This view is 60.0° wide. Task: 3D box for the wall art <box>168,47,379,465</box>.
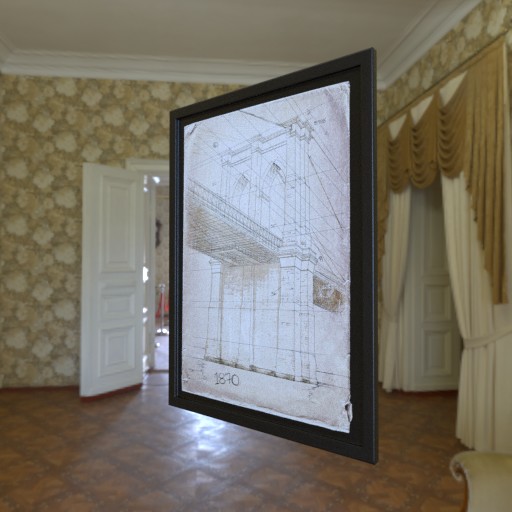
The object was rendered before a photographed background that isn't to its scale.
[{"bbox_3d":[0.000,0.000,0.849,0.480,0.657,0.016,-1,-1,38],"label":"wall art"}]
